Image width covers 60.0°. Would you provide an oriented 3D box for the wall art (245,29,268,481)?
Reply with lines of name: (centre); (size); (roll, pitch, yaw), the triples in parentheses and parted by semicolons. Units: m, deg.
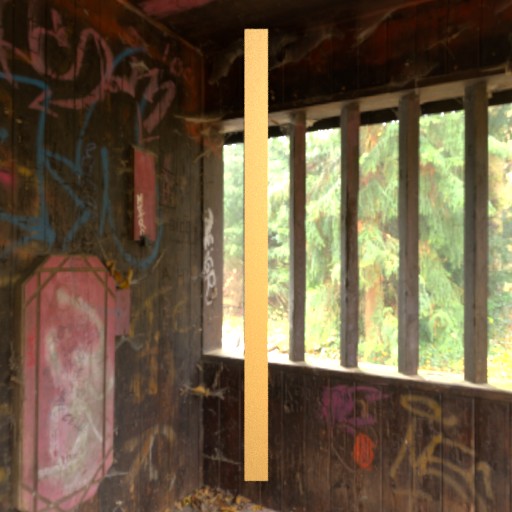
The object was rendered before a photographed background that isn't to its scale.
wall art: (0.000, 0.000, 2.854); (0.099, 1.926, 1.926); (0, -1, 0)
